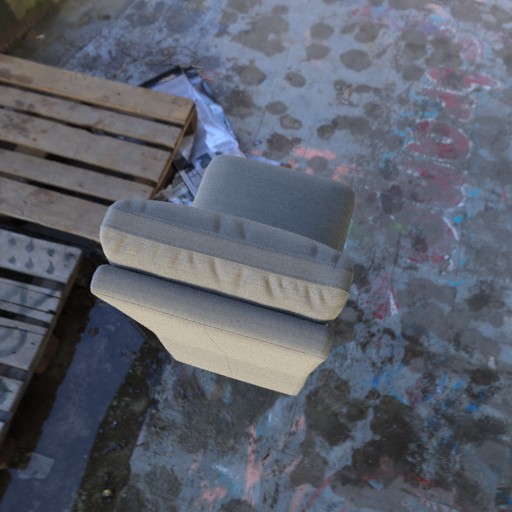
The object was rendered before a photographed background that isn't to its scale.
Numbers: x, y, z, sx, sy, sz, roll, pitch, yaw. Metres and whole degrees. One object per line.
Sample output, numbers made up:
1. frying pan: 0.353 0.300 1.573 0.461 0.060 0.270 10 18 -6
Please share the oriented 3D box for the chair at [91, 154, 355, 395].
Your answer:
1. chair: 0.000 0.000 1.316 0.503 0.927 0.698 15 65 7
